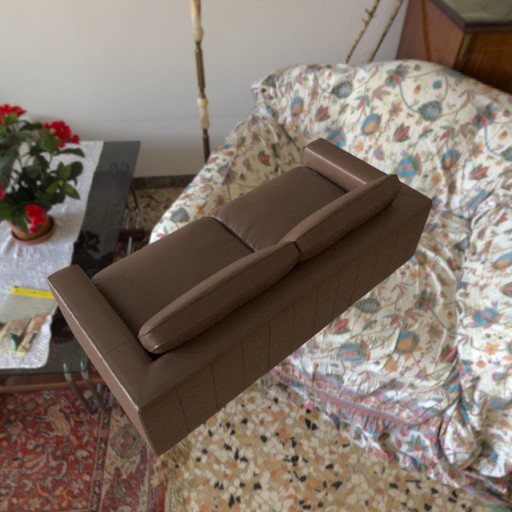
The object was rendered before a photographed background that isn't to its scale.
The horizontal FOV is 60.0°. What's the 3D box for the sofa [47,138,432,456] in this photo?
[{"bbox_3d":[0.000,0.000,2.844,2.262,0.801,1.070,-32,54,-27],"label":"sofa"}]
